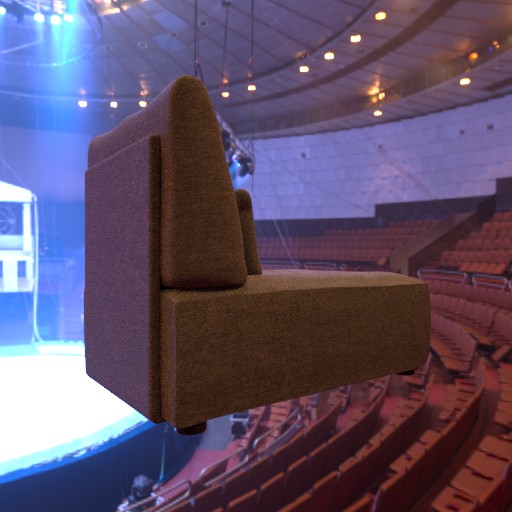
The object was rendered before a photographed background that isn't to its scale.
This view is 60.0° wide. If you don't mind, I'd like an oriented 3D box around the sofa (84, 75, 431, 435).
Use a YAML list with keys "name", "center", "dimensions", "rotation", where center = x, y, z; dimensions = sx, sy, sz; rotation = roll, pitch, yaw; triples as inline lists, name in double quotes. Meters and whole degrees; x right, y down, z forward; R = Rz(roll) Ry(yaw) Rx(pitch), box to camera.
- name: "sofa"
  center: [0.000, 0.000, 1.526]
  dimensions: [1.000, 0.820, 0.700]
  rotation: [0, -1, -37]
